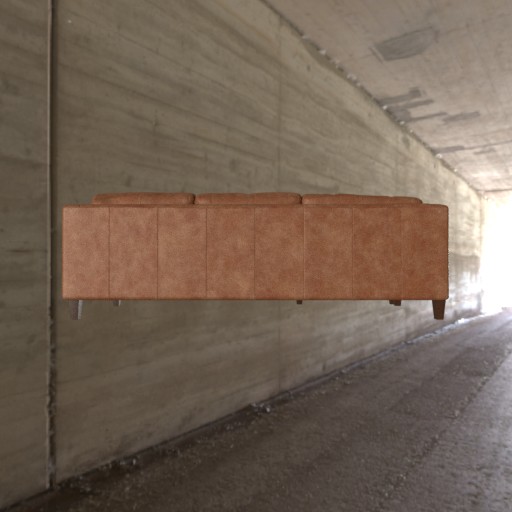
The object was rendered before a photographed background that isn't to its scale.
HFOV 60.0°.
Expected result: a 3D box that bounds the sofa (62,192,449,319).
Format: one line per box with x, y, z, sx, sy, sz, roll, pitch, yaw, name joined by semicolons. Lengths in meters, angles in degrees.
0.000;0.000;4.460;2.430;0.832;3.401;0;-1;0;sofa
